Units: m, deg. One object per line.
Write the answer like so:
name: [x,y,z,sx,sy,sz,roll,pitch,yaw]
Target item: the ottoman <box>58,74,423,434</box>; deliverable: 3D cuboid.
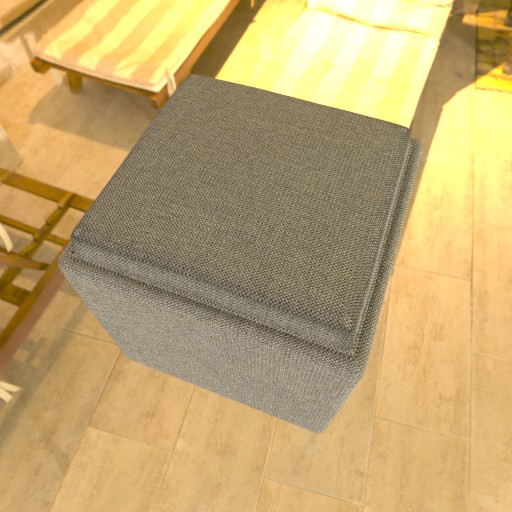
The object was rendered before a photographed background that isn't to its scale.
ottoman: [0.000,0.000,0.841,0.454,0.487,0.436,18,60,11]
